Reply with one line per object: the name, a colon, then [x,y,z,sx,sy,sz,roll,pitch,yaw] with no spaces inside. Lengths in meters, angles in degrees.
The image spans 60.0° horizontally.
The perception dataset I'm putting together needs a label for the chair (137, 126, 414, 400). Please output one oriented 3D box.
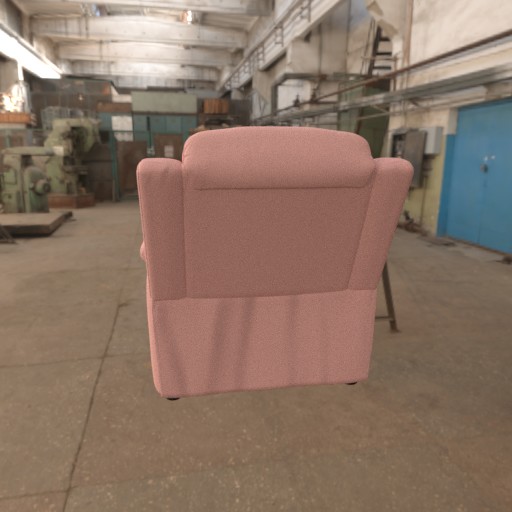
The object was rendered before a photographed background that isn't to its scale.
chair: [0.000,0.000,1.305,0.680,0.702,0.709,-2,13,-9]
